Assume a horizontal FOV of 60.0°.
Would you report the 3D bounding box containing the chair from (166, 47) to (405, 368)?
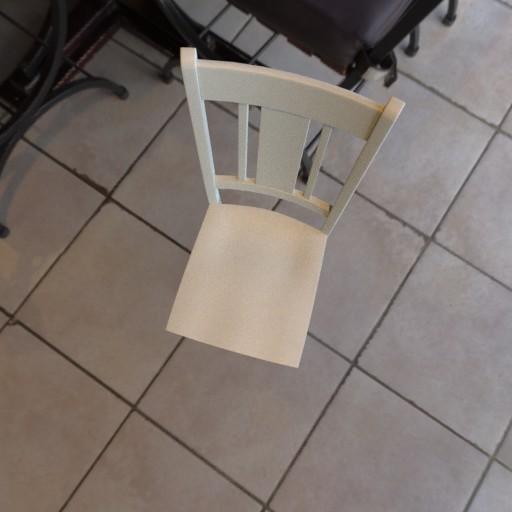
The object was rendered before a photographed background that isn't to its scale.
[{"bbox_3d":[0.000,0.000,1.286,0.450,0.998,0.555,15,77,4],"label":"chair"}]
